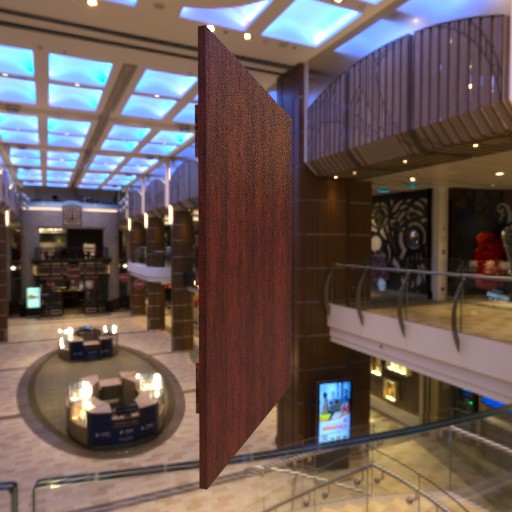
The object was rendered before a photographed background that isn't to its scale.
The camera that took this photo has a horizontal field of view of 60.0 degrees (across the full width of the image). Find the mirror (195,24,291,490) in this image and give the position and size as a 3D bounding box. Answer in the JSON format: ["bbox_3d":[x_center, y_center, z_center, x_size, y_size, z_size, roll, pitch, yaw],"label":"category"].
[{"bbox_3d":[0.000,0.000,1.053,0.021,0.805,0.600,1,2,19],"label":"mirror"}]
